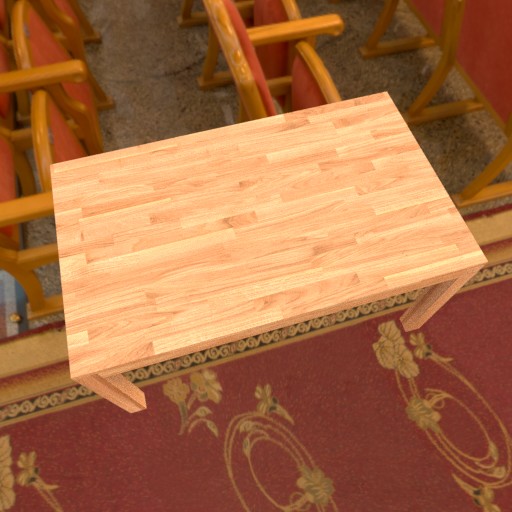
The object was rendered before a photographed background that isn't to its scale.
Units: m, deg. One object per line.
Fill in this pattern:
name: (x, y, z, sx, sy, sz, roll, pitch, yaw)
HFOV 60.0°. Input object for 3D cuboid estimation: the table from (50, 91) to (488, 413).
table: (0.000, 0.000, 2.058, 1.500, 0.770, 0.900, -15, 64, -7)
